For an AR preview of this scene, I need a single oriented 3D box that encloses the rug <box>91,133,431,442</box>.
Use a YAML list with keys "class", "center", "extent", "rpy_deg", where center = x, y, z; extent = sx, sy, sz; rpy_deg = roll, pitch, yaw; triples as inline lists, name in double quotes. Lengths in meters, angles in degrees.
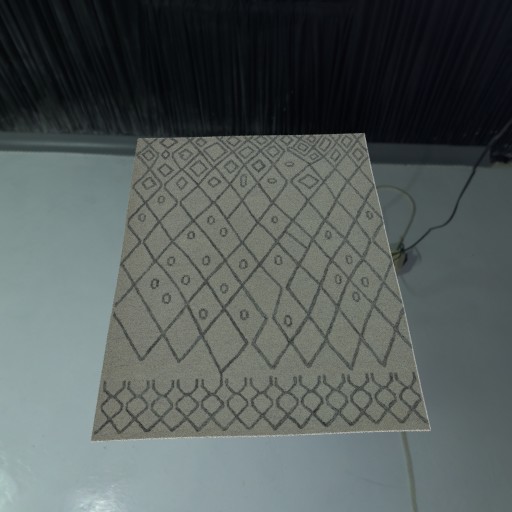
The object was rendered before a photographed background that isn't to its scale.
- class: "rug"
  center: [0.000, 0.000, 3.976]
  extent: [2.446, 0.015, 3.046]
  rpy_deg: [-1, 58, -1]
